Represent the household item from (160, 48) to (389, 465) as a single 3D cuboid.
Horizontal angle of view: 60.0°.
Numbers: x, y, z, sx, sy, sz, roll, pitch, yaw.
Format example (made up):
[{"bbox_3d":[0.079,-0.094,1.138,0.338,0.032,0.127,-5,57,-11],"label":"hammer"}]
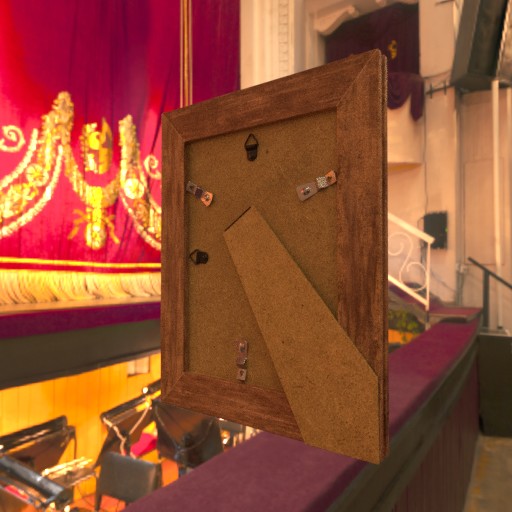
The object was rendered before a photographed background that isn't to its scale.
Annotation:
[{"bbox_3d":[0.000,0.000,0.314,0.186,0.237,0.018,-1,-1,37],"label":"household item"}]
